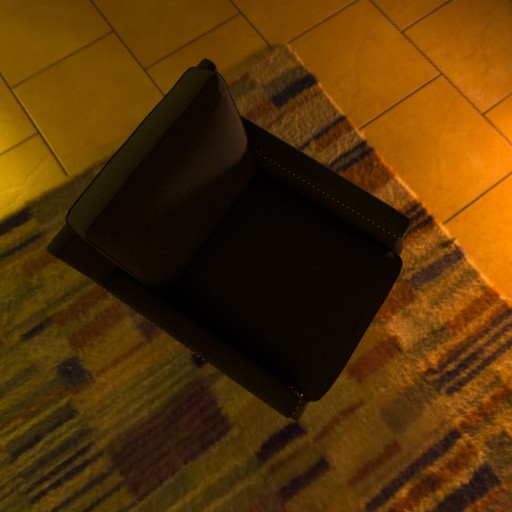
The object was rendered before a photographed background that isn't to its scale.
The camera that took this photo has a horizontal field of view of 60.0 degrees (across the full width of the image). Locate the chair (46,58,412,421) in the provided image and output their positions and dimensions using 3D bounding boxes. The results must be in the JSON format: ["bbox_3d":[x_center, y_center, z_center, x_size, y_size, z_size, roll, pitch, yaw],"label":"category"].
[{"bbox_3d":[0.000,0.000,1.697,1.014,0.943,0.853,33,77,8],"label":"chair"}]
